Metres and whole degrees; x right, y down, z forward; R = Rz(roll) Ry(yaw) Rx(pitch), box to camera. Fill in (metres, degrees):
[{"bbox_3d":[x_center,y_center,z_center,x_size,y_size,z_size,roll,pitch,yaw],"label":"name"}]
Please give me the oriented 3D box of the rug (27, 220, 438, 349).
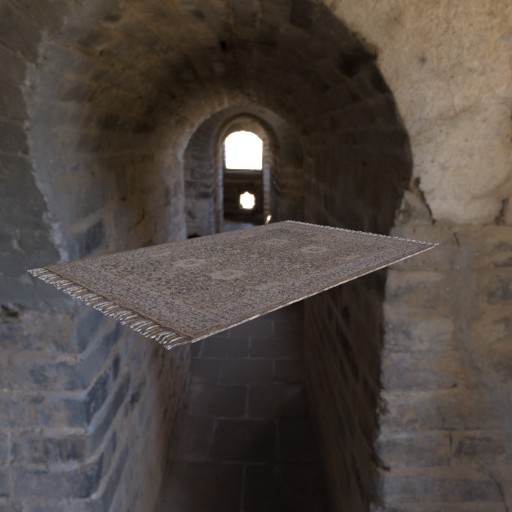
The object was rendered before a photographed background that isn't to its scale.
[{"bbox_3d":[0.000,0.000,2.483,1.237,0.010,2.029,14,20,43],"label":"rug"}]
